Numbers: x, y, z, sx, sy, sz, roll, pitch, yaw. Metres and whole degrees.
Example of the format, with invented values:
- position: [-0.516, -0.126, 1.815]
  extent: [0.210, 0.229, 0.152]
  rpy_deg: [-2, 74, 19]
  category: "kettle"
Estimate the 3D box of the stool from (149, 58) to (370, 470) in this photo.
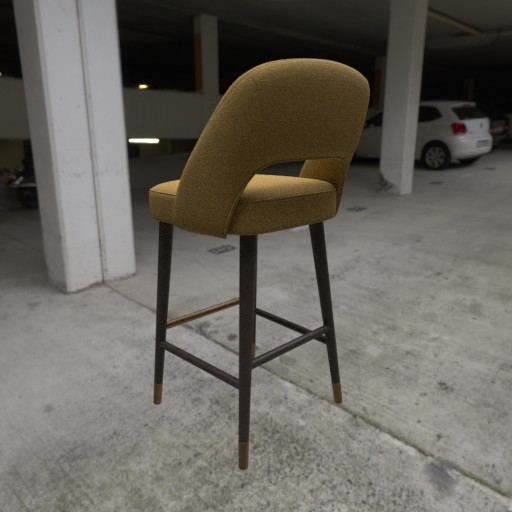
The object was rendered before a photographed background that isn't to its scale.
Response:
- position: [0.000, 0.000, 1.326]
  extent: [0.536, 1.032, 0.522]
  rpy_deg: [-14, 21, -42]
  category: "stool"
